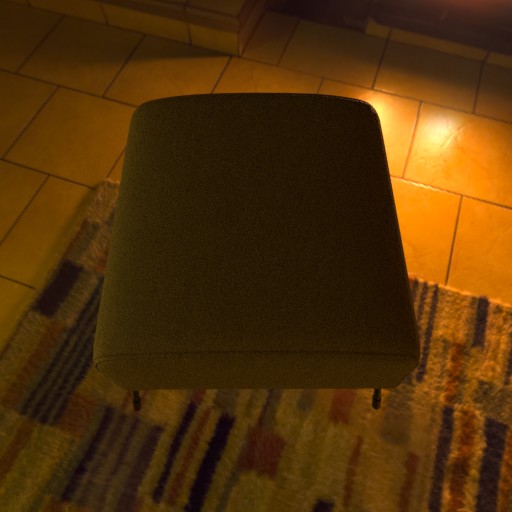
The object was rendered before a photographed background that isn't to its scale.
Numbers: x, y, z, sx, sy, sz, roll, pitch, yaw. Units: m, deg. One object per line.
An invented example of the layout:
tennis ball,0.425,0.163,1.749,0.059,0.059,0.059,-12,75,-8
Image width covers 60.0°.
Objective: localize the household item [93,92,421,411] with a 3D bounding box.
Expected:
household item,0.000,0.000,0.883,0.530,0.410,0.530,0,63,0
